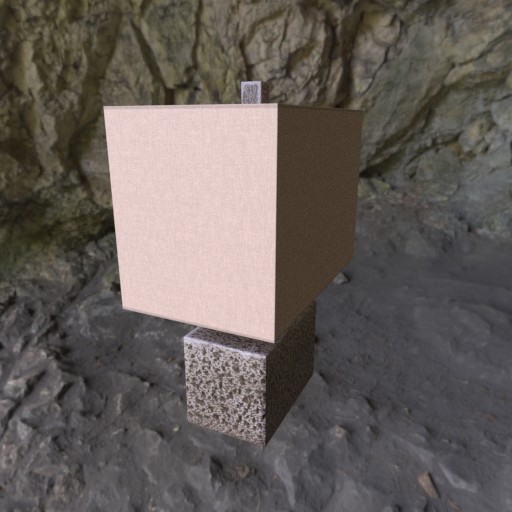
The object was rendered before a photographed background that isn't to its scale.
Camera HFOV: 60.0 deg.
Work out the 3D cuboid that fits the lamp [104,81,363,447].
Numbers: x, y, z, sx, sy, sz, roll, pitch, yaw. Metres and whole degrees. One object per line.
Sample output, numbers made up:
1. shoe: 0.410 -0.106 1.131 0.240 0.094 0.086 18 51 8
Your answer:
1. lamp: 0.000 0.000 0.562 0.180 0.411 0.294 8 19 25
